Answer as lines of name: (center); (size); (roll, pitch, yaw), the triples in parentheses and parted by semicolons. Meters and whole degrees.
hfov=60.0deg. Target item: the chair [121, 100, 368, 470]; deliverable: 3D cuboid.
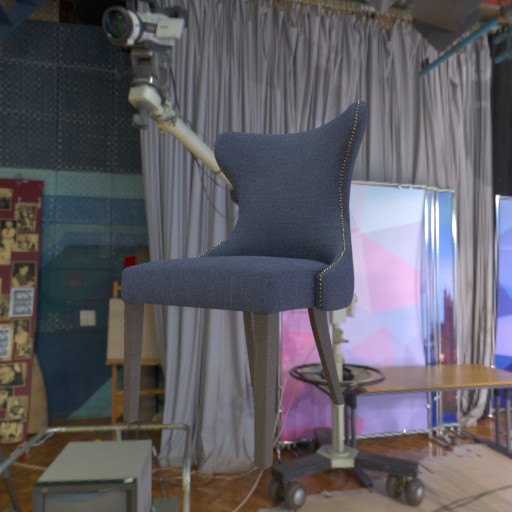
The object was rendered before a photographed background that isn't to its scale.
chair: (0.000, 0.000, 1.393); (0.628, 0.967, 0.635); (-1, -2, 37)
